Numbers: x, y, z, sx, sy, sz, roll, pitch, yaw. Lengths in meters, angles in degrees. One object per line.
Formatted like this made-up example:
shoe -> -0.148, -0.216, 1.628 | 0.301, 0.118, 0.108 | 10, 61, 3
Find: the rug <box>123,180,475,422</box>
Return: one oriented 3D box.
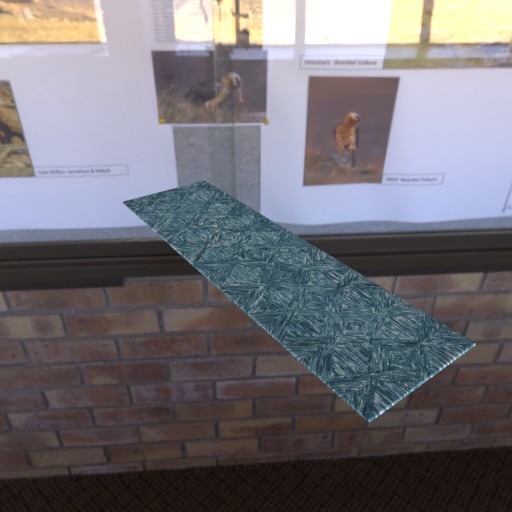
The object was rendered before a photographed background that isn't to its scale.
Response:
rug -> 0.000, 0.000, 2.523 | 0.676, 0.016, 2.286 | -21, 37, -30
